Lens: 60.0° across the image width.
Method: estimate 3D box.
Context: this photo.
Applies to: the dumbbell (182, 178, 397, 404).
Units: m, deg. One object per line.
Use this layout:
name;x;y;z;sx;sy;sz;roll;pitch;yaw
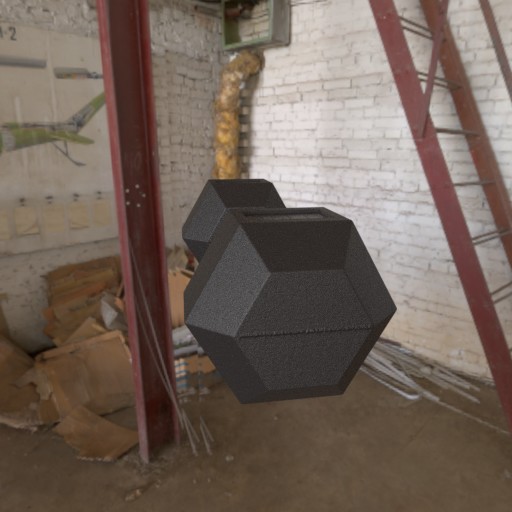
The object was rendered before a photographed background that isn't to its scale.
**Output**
dumbbell;0.000;0.000;0.431;0.141;0.123;0.356;-2;15;-9
